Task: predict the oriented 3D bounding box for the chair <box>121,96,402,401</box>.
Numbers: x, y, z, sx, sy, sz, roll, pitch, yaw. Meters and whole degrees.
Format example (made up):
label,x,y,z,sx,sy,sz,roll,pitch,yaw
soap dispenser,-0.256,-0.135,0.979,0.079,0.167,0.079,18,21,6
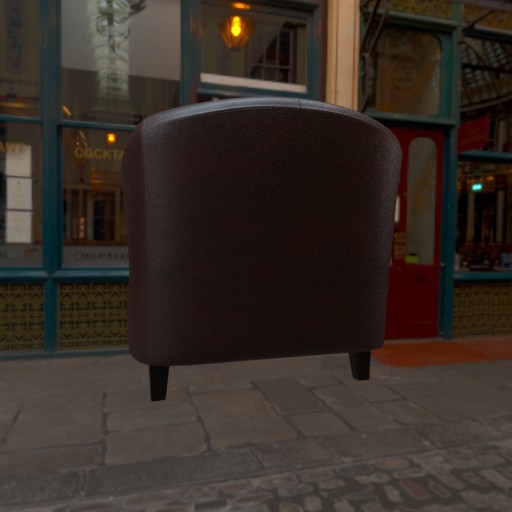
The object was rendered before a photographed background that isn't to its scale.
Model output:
label,x,y,z,sx,sy,sz,roll,pitch,yaw
chair,0.000,0.000,1.367,0.792,0.756,0.727,0,2,-17
